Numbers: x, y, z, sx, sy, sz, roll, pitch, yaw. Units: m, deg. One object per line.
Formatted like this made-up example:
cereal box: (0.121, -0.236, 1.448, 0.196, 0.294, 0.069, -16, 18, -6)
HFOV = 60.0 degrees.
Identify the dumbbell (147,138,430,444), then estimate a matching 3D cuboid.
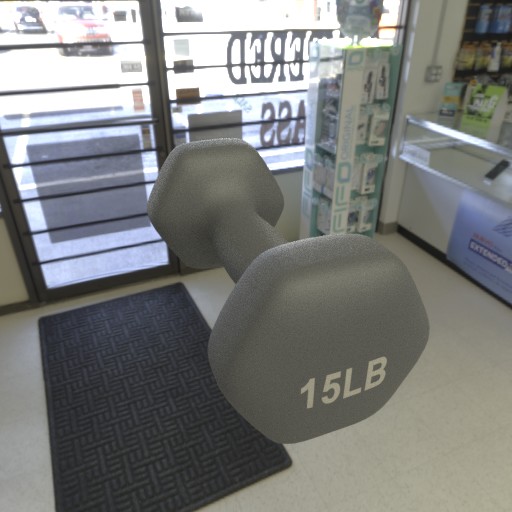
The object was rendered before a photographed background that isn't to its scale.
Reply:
dumbbell: (0.000, 0.000, 0.298, 0.116, 0.105, 0.240, -11, 32, -18)
